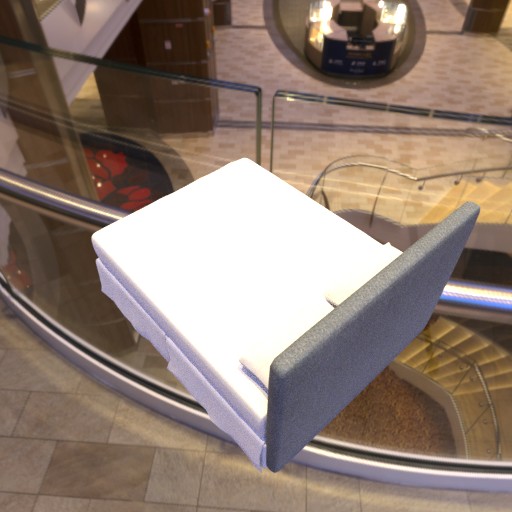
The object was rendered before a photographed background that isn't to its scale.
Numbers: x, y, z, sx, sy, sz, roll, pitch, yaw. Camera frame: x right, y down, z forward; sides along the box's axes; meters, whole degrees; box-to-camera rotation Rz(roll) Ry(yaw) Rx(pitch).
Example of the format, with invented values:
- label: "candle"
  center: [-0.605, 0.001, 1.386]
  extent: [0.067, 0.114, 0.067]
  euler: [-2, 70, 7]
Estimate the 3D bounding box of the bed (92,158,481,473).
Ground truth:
- label: "bed"
  center: [0.000, 0.000, 3.218]
  extent: [1.723, 1.330, 2.142]
  euler: [-33, 55, -28]
